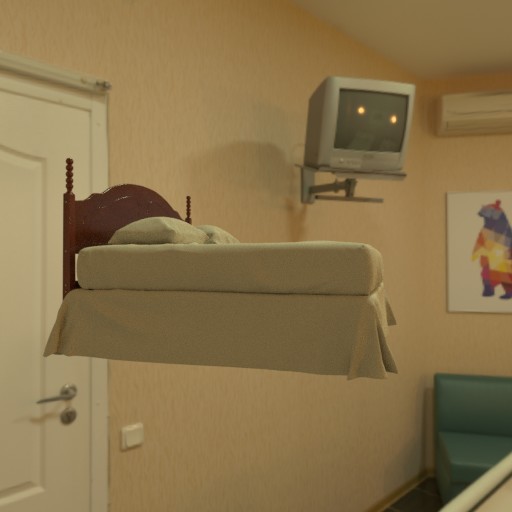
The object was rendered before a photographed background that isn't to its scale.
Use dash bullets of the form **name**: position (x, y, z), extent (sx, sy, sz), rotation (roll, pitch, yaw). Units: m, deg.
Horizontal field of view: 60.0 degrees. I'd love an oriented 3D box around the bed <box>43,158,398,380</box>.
- **bed**: position (0.000, 0.000, 3.652), extent (2.219, 1.355, 2.322), rotation (0, -1, 18)
